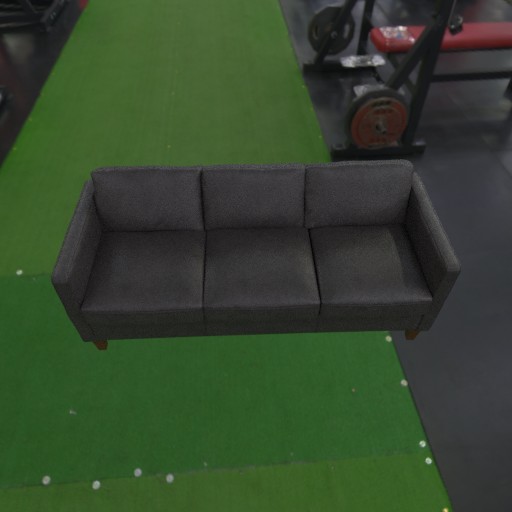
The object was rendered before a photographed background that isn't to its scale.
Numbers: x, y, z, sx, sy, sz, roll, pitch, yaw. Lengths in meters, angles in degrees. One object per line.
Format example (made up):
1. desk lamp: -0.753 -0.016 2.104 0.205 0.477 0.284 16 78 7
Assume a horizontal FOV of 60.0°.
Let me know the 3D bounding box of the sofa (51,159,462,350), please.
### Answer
1. sofa: 0.000 0.000 3.139 2.464 1.006 1.045 -2 47 -1
